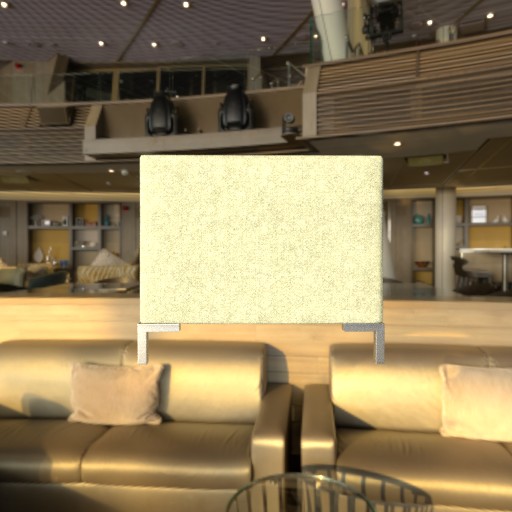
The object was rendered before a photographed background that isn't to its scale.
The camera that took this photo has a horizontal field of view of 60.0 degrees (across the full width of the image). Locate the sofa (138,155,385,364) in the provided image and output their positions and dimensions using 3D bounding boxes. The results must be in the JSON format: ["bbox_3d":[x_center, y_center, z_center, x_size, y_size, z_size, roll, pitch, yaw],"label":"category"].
[{"bbox_3d":[0.000,0.000,2.424,0.797,0.657,2.102,0,1,-1],"label":"sofa"}]
